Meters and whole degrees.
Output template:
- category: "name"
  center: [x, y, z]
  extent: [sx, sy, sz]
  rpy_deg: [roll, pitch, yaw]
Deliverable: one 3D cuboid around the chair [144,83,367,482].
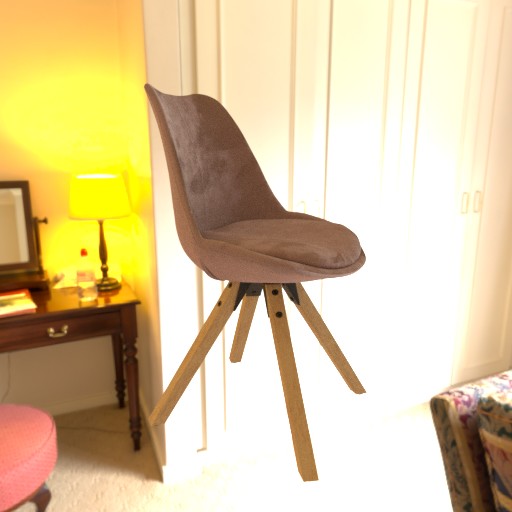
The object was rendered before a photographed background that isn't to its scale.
- category: "chair"
  center: [0.000, 0.000, 1.149]
  extent: [0.550, 0.850, 0.485]
  rpy_deg: [7, 15, 27]
